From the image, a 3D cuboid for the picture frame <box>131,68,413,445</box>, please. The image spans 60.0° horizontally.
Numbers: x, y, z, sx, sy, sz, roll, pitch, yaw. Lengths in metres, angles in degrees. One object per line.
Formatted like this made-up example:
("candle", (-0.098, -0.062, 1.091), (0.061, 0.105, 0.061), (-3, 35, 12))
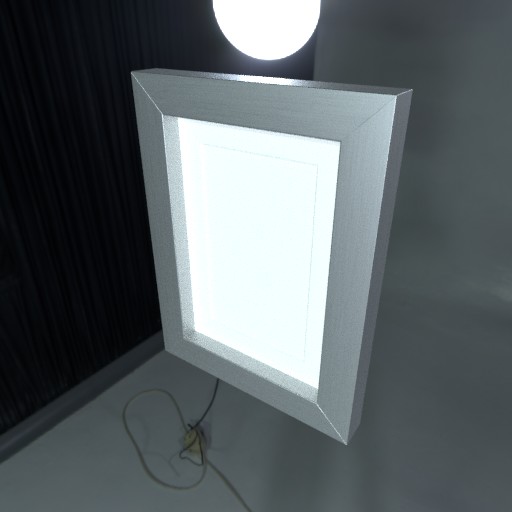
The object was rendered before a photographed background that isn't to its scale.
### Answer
("picture frame", (0.000, 0.000, 0.277), (0.157, 0.208, 0.028), (18, 33, 30))
